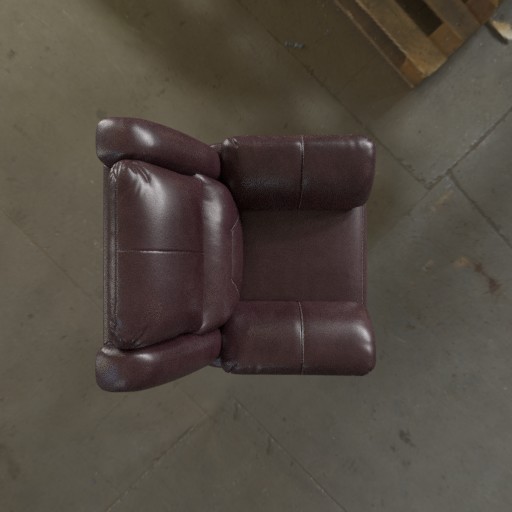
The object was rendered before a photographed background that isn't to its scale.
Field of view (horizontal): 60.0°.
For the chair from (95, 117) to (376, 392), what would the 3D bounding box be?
[{"bbox_3d":[0.000,0.000,1.871,1.041,1.093,0.990,0,90,-1],"label":"chair"}]
